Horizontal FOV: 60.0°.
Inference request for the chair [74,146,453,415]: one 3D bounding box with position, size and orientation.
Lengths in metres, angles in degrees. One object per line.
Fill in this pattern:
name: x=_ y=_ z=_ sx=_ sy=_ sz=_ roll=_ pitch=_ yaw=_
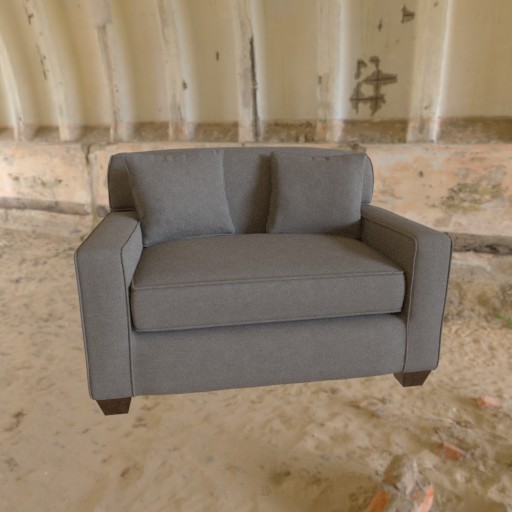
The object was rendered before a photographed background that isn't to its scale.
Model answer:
chair: x=0.000 y=0.000 z=2.042 sx=1.395 sy=0.953 sz=0.992 roll=-3 pitch=16 yaw=-9
